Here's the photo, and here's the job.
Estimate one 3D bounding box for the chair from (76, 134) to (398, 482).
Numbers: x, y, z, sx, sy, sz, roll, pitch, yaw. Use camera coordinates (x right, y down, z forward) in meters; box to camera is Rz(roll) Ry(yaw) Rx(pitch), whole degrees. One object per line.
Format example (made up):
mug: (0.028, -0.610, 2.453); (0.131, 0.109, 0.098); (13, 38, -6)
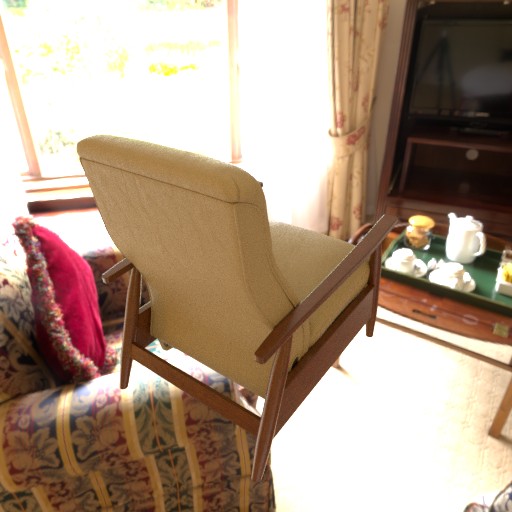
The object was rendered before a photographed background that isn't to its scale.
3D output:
chair: (0.000, 0.000, 1.764); (0.762, 1.082, 1.014); (20, 35, 31)
